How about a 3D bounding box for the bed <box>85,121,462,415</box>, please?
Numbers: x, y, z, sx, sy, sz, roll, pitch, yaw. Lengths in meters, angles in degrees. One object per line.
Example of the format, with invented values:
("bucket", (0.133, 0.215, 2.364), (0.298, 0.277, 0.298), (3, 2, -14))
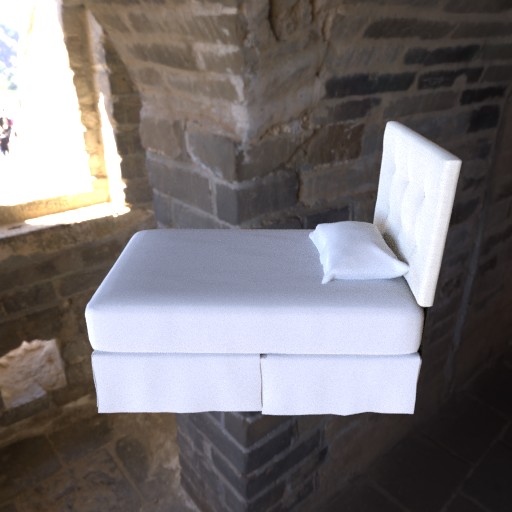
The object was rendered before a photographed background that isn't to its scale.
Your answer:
("bed", (0.000, 0.000, 2.938), (1.997, 1.571, 1.261), (0, 26, 1))
